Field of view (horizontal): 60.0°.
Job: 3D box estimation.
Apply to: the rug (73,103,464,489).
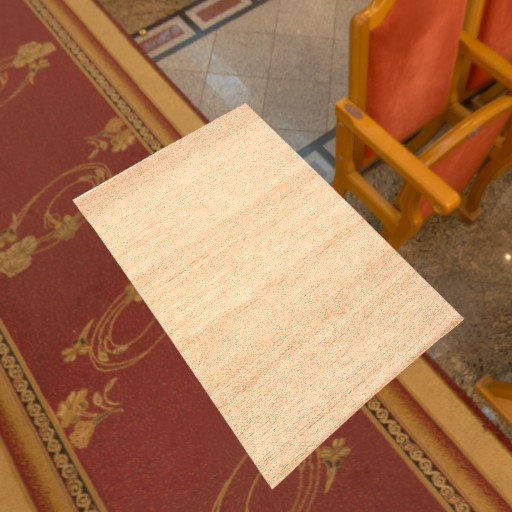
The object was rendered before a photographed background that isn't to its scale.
[{"bbox_3d":[0.000,0.000,3.020,1.574,0.029,2.346,-34,69,-16],"label":"rug"}]
